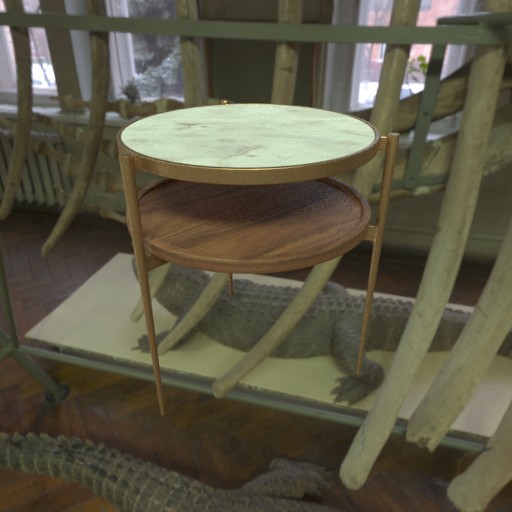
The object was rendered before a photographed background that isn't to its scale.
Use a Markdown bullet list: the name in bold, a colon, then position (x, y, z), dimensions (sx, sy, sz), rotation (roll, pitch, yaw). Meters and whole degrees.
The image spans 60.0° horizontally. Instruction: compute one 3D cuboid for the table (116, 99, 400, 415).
- **table**: position (0.000, 0.000, 0.849), dimensions (0.456, 0.493, 0.430), rotation (8, 30, 13)
